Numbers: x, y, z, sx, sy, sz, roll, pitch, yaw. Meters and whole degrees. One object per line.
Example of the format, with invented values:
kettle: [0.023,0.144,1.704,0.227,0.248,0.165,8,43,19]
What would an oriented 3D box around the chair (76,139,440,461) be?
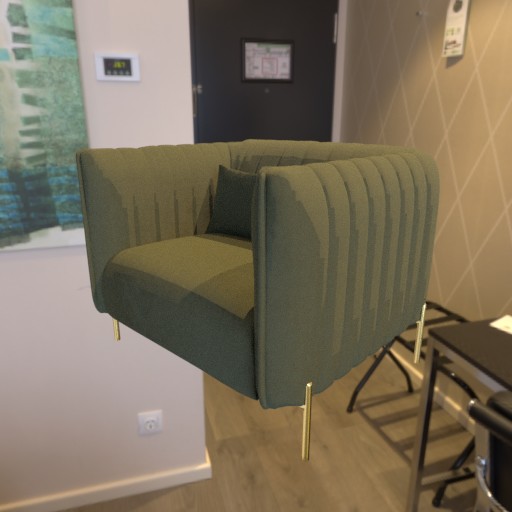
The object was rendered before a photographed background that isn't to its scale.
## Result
chair: [0.000,0.000,1.631,1.032,0.794,0.877,16,23,41]
